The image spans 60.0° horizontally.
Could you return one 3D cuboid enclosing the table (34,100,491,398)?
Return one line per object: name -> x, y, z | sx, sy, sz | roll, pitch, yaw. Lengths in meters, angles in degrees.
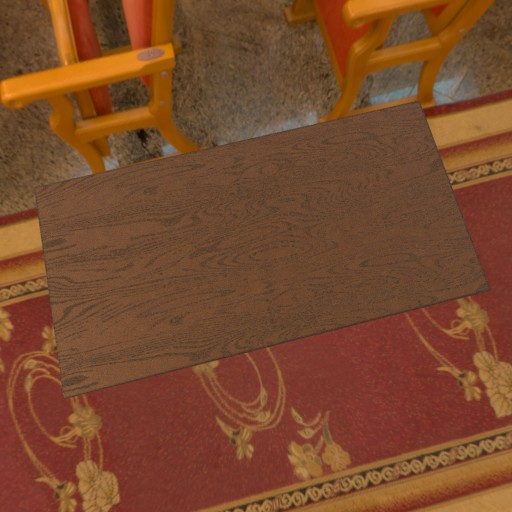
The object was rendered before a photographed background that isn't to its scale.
table -> 0.000, 0.000, 2.471 | 1.981, 0.762, 1.016 | -14, 77, -3
